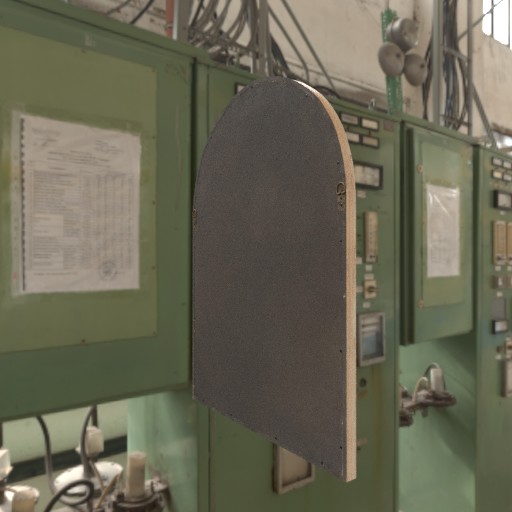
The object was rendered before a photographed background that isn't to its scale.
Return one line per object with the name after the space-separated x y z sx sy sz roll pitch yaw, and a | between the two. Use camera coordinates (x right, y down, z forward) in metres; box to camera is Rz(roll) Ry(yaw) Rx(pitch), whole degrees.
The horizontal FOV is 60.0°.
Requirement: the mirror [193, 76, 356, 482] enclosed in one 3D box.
0.000 0.000 1.175 0.032 0.920 0.660 0 0 -36 | mirror
